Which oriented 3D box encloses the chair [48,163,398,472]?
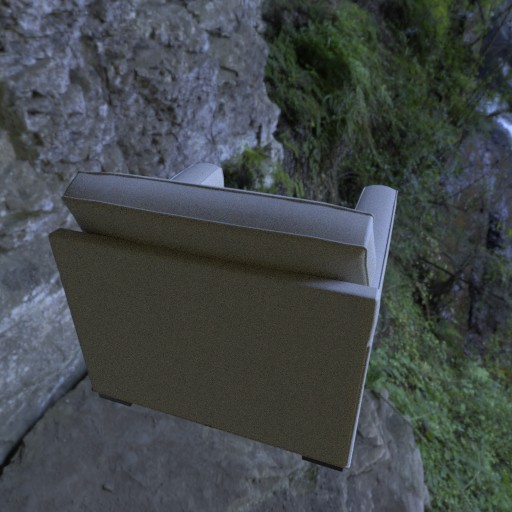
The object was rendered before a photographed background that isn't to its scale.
[{"bbox_3d":[0.000,0.000,1.771,0.998,0.913,1.043,10,34,16],"label":"chair"}]
